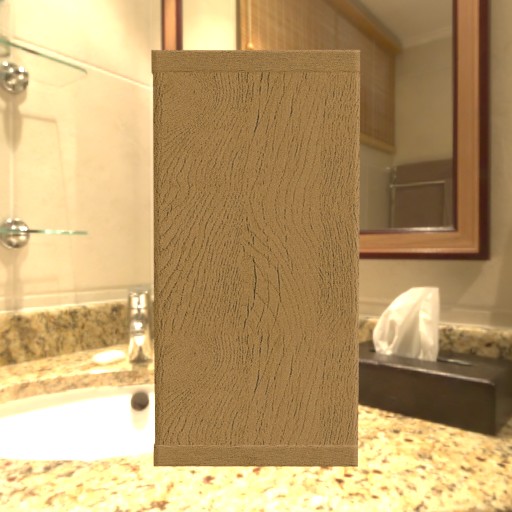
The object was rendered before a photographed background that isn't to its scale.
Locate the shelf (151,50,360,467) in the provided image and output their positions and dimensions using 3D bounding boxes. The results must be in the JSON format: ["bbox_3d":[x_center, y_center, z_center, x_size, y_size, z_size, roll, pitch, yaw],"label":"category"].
[{"bbox_3d":[0.000,0.000,1.231,0.390,0.786,0.790,0,1,0],"label":"shelf"}]
